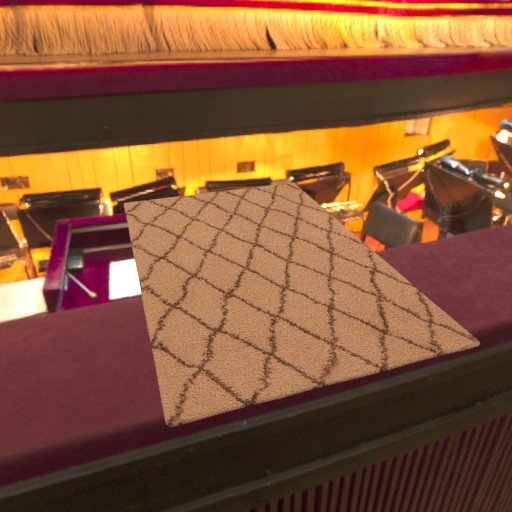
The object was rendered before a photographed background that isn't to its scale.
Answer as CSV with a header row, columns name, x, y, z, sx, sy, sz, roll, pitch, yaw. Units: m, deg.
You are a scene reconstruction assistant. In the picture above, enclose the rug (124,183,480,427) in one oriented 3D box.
name,x,y,z,sx,sy,sz,roll,pitch,yaw
rug,0.000,0.000,3.396,1.778,0.030,2.743,-9,31,-16
